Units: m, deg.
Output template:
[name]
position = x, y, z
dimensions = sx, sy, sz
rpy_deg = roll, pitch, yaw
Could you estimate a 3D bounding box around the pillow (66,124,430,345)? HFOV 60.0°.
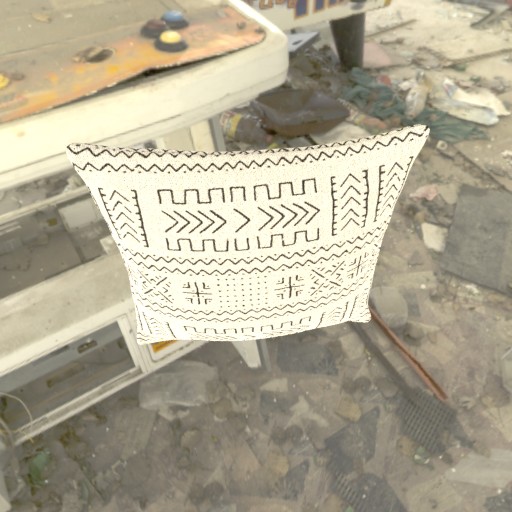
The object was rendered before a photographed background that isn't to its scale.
[pillow]
position = 0.000, 0.000, 0.676
dimensions = 0.438, 0.430, 0.164
rpy_deg = -5, 48, -4
